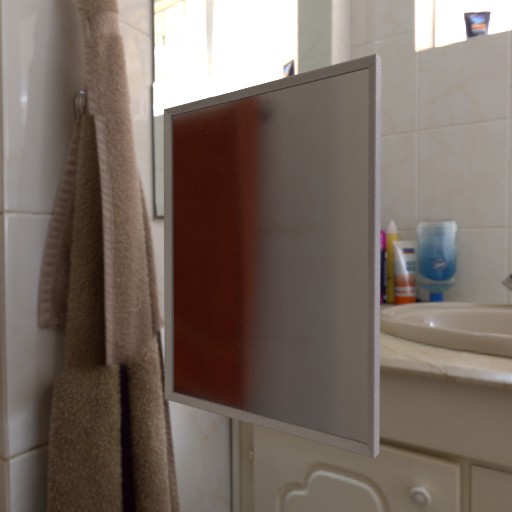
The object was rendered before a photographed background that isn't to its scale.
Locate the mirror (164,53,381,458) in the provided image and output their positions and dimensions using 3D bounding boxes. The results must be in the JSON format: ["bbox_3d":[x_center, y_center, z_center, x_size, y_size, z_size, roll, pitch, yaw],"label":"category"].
[{"bbox_3d":[0.000,0.000,1.348,0.762,1.016,0.041,1,1,35],"label":"mirror"}]
